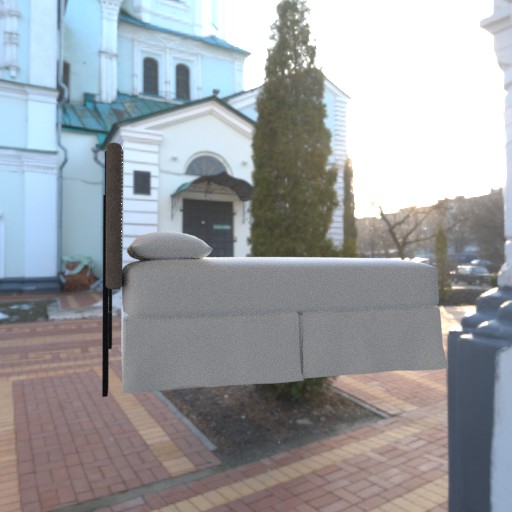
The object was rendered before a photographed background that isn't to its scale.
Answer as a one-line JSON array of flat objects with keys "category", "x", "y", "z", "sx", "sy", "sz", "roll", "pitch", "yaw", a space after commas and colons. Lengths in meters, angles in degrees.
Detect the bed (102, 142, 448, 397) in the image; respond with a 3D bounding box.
[{"category": "bed", "x": 0.000, "y": 0.000, "z": 3.369, "sx": 2.153, "sy": 1.518, "sz": 1.713, "roll": 0, "pitch": -1, "yaw": -17}]
